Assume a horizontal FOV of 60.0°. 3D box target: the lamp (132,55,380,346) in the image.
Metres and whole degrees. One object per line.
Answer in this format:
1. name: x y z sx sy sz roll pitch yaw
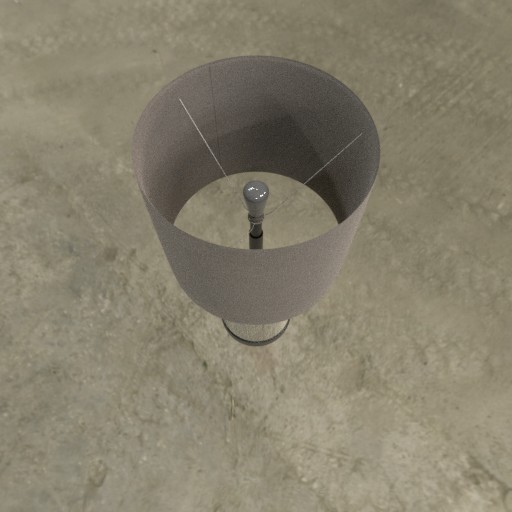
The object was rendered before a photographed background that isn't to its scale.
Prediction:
1. lamp: 0.000 0.000 0.616 0.229 0.470 0.229 -14 64 -7
